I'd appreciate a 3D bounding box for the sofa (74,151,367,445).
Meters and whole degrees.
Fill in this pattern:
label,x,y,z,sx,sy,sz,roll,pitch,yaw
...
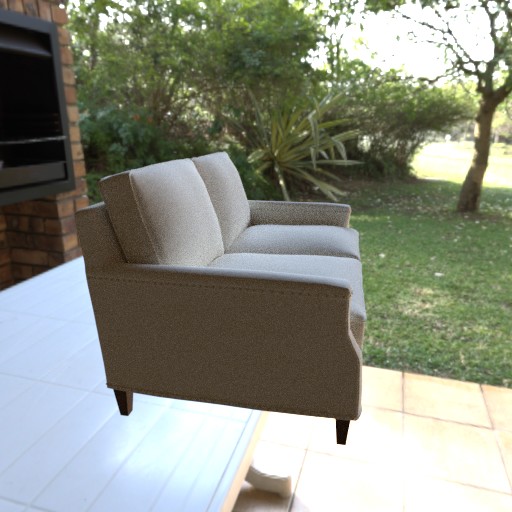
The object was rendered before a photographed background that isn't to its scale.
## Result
label,x,y,z,sx,sy,sz,roll,pitch,yaw
sofa,0.000,0.000,2.311,1.084,1.003,1.597,3,17,11
